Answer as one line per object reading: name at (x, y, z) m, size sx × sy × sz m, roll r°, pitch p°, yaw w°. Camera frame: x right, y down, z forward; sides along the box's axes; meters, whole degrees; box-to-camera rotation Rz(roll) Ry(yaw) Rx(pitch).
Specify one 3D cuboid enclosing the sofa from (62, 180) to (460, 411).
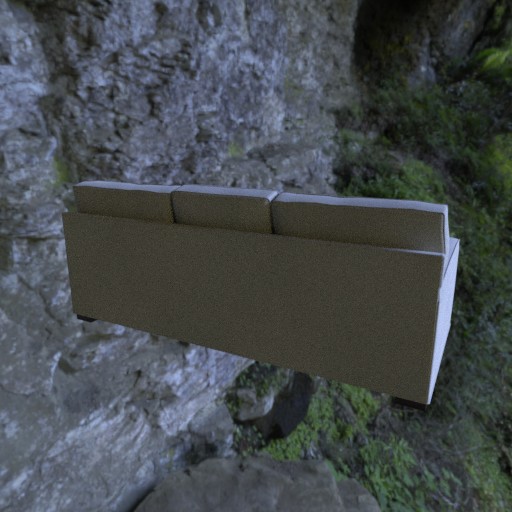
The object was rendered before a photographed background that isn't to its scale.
sofa at (0.000, 0.000, 2.569) m, size 2.088 × 0.862 × 0.935 m, roll 8°, pitch 17°, yaw 27°
